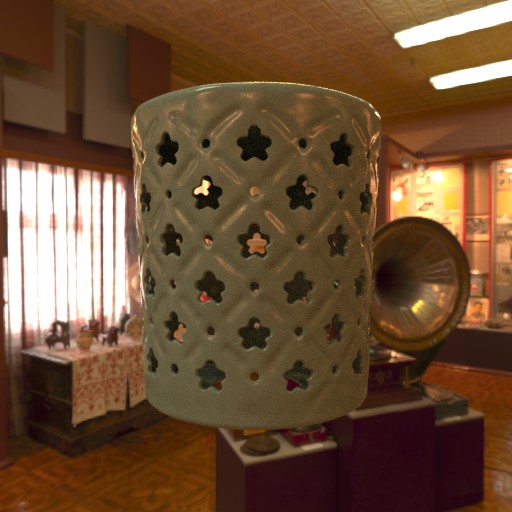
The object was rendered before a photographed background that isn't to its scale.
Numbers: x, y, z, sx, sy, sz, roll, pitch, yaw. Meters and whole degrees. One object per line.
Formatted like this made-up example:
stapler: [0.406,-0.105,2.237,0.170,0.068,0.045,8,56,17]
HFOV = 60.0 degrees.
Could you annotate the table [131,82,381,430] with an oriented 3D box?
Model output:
table: [0.000,0.000,0.646,0.352,0.387,0.352,0,1,0]
